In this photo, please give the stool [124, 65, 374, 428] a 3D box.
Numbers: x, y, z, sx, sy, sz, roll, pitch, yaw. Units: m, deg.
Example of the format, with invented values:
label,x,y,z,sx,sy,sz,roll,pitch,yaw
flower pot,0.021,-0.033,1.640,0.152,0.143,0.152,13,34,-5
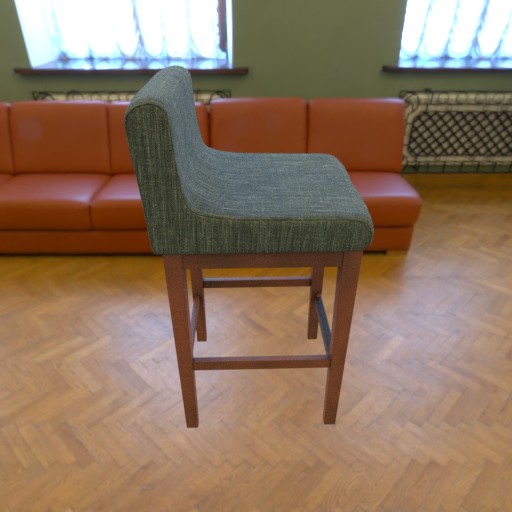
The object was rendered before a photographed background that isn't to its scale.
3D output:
label,x,y,z,sx,sy,sz,roll,pitch,yaw
stool,0.000,0.000,1.098,0.459,0.835,0.395,-1,31,-1
